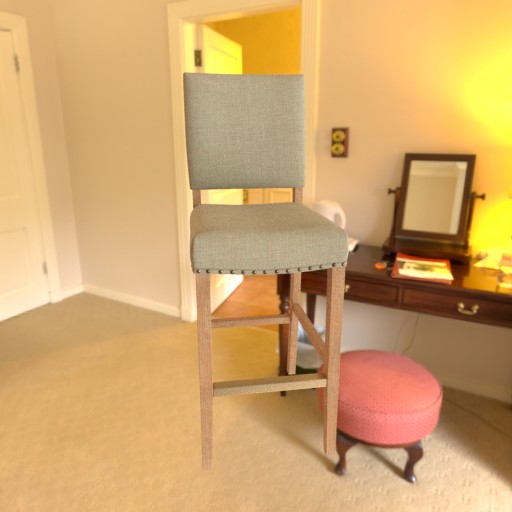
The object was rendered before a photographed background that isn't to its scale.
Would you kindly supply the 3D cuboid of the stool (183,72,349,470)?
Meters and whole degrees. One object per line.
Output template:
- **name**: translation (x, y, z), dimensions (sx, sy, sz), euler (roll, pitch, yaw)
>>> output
- **stool**: translation (0.000, 0.000, 1.502), dimensions (0.445, 1.203, 0.585), euler (-3, 16, -9)
